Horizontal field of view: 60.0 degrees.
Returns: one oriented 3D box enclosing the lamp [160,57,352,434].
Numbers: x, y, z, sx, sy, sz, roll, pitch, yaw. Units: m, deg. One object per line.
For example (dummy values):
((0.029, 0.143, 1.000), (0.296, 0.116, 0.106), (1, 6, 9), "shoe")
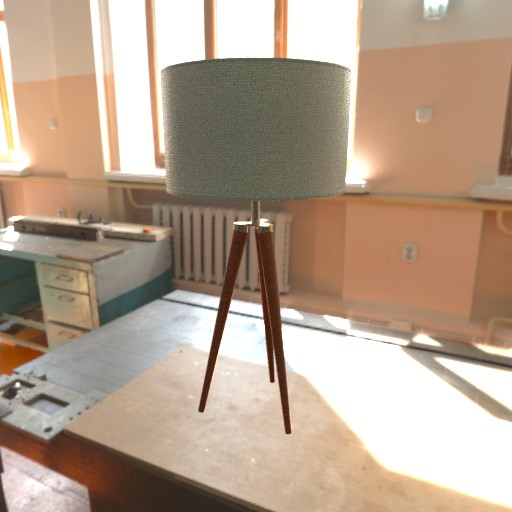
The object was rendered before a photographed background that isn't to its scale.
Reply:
((0.000, 0.000, 0.926), (0.355, 0.709, 0.354), (-8, 16, -27), "lamp")
